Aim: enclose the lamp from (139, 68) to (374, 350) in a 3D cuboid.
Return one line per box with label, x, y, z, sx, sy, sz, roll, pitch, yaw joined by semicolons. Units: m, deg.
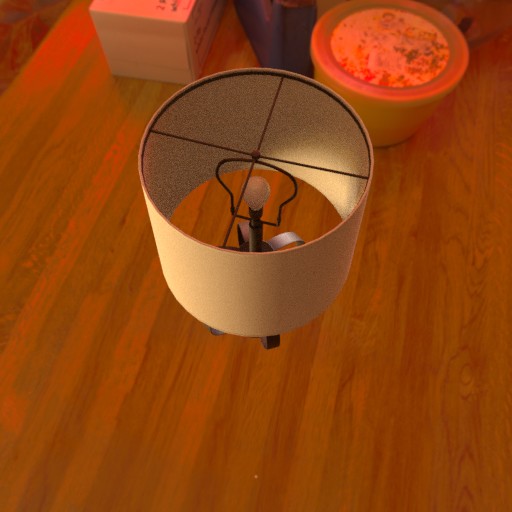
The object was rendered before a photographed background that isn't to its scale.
lamp;0.000;0.000;0.705;0.286;0.510;0.286;0;64;0
